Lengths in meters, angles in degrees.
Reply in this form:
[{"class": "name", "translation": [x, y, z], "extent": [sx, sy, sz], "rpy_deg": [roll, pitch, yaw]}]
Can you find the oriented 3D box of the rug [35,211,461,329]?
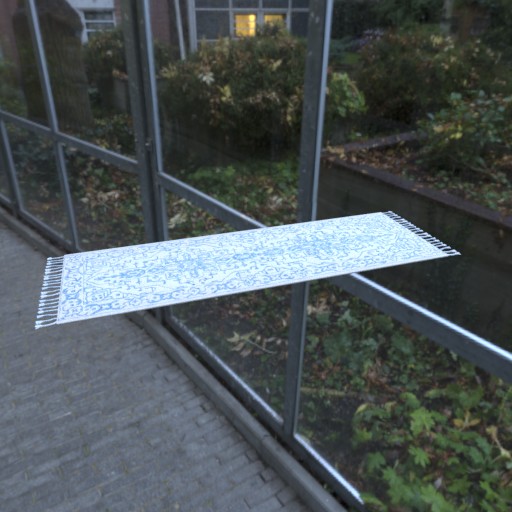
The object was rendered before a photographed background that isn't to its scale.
[{"class": "rug", "translation": [0.000, 0.000, 2.743], "extent": [2.449, 0.011, 0.774], "rpy_deg": [-9, 28, -16]}]
